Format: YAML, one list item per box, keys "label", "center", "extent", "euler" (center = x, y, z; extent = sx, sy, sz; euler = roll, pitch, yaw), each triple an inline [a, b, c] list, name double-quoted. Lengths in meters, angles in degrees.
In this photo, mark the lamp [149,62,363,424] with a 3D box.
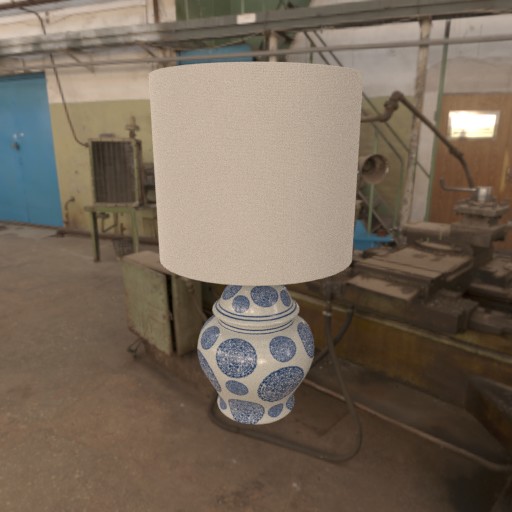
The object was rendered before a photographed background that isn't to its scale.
- label: "lamp"
  center: [0.000, 0.000, 0.506]
  extent: [0.215, 0.381, 0.215]
  euler: [8, 18, 25]
